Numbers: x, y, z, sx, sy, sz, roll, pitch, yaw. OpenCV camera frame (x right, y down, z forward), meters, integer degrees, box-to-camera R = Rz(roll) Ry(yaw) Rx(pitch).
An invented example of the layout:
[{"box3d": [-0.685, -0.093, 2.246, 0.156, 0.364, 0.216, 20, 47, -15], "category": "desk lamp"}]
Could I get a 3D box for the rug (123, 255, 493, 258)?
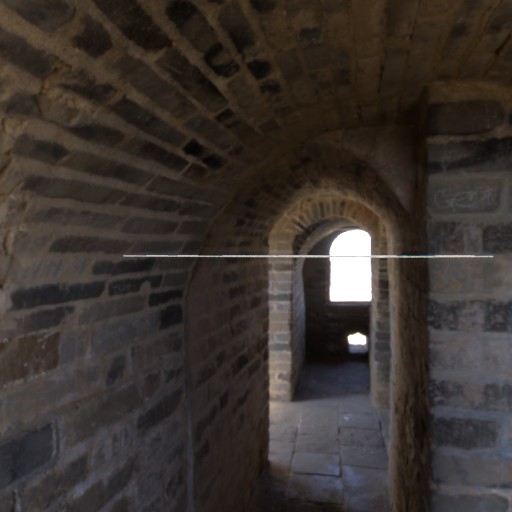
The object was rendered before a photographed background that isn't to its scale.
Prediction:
[{"box3d": [0.000, 0.000, 2.673, 0.774, 0.008, 2.437, 0, 0, -36], "category": "rug"}]
